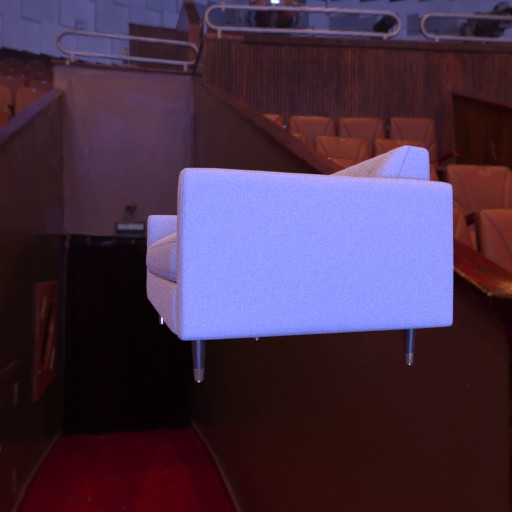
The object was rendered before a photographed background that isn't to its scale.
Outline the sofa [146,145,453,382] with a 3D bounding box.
[{"bbox_3d":[0.000,0.000,2.117,0.950,0.801,1.585,0,0,-17],"label":"sofa"}]
